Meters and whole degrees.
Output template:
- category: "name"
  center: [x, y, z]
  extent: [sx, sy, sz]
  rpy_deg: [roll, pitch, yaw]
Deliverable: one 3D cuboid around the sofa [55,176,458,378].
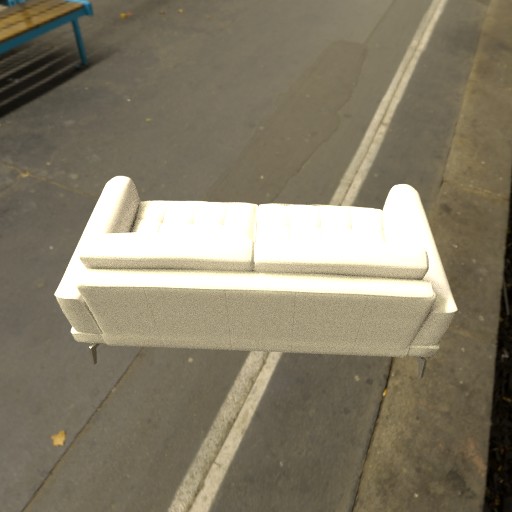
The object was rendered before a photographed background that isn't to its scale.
- category: "sofa"
  center: [0.000, 0.000, 2.788]
  extent: [2.177, 0.930, 1.121]
  rpy_deg: [2, 47, 2]
